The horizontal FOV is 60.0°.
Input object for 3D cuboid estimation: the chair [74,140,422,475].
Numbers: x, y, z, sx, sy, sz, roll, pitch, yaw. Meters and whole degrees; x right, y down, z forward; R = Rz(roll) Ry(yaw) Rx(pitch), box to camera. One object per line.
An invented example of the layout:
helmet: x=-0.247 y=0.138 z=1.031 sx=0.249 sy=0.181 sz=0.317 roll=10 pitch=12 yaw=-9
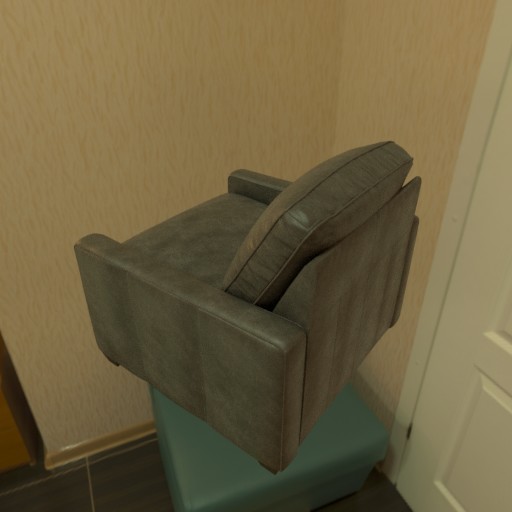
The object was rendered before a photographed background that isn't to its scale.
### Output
chair: x=0.000 y=0.000 z=1.749 sx=0.939 sy=0.916 sz=1.006 roll=21 pitch=37 yaw=31
